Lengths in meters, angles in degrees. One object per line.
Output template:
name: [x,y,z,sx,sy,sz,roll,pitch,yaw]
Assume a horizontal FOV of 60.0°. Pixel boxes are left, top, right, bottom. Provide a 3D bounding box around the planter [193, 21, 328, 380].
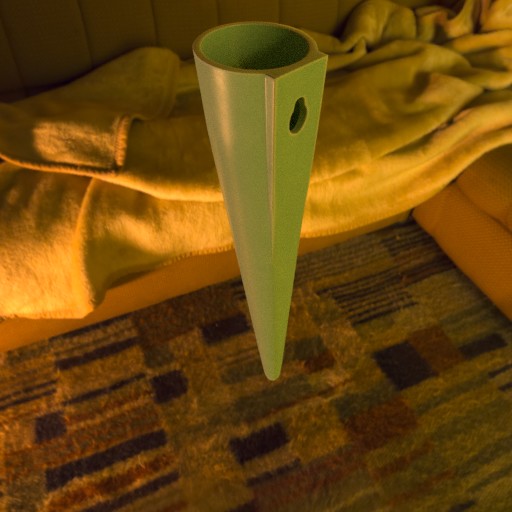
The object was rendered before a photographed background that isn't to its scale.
planter: [0.000,0.000,0.289,0.054,0.268,0.055,-35,56,-28]
